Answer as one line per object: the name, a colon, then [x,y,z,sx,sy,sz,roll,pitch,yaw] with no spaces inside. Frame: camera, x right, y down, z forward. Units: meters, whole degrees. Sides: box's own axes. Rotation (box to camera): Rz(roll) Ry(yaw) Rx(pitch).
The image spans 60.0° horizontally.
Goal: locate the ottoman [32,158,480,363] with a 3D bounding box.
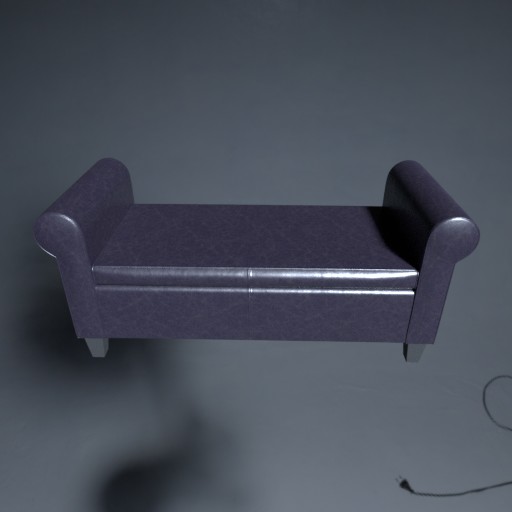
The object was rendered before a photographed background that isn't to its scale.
ottoman: [0.000,0.000,1.562,1.256,0.547,0.521,1,30,1]
